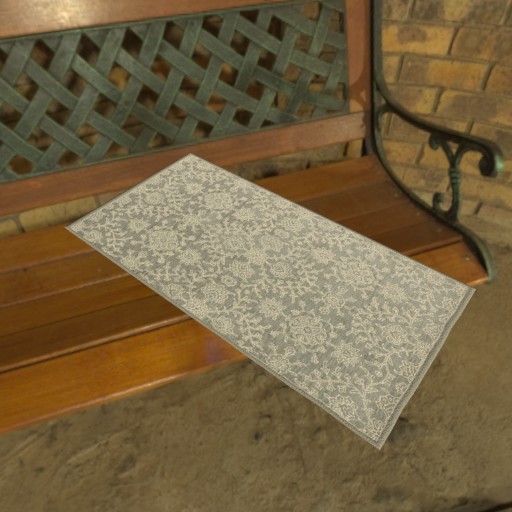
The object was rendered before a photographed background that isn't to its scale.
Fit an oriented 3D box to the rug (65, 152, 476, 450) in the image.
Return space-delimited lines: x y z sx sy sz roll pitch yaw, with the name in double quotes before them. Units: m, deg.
"rug" 0.000 0.000 3.619 3.048 0.011 1.546 30 52 26
